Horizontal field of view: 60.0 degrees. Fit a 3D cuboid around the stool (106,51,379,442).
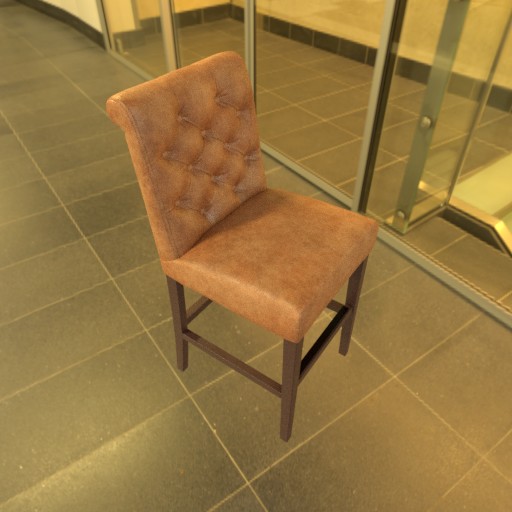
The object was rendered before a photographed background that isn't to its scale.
[{"bbox_3d":[0.000,0.000,1.402,0.601,1.047,0.493,25,46,26],"label":"stool"}]
